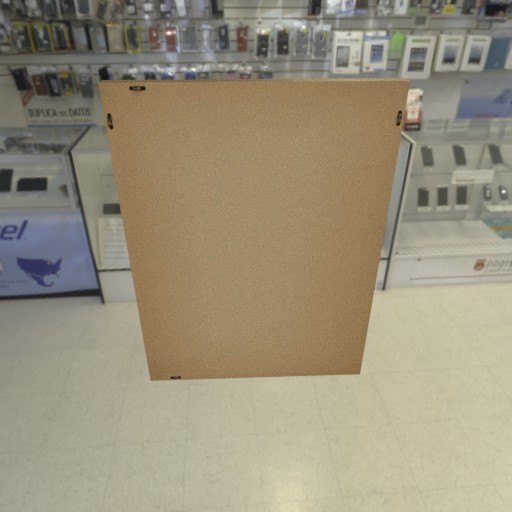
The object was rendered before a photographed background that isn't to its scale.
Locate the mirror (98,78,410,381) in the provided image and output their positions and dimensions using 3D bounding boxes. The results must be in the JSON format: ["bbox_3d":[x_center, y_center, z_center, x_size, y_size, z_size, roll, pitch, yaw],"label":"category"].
[{"bbox_3d":[0.000,0.000,1.359,0.762,1.016,0.041,-1,31,-2],"label":"mirror"}]
